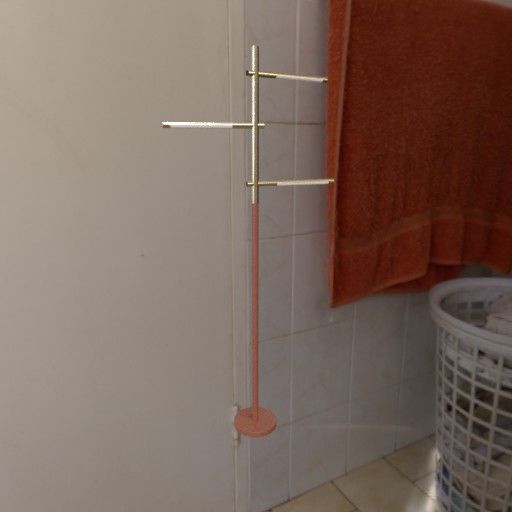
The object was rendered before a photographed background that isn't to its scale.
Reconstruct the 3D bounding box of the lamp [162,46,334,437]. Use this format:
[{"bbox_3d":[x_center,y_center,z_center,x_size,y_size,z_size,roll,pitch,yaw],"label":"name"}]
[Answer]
[{"bbox_3d":[0.000,0.000,1.962,0.737,1.704,0.209,-7,16,-26],"label":"lamp"}]
